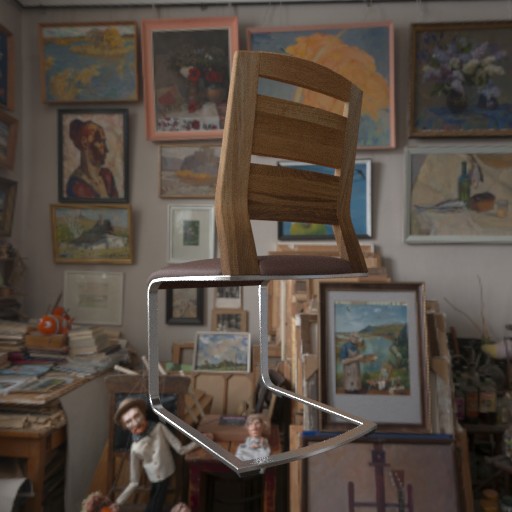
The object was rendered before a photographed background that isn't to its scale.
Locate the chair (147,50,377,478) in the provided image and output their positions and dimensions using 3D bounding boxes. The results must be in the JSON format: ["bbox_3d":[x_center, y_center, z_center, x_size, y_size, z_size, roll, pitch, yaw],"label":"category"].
[{"bbox_3d":[0.000,0.000,1.301,0.460,0.970,0.570,0,-1,-35],"label":"chair"}]
